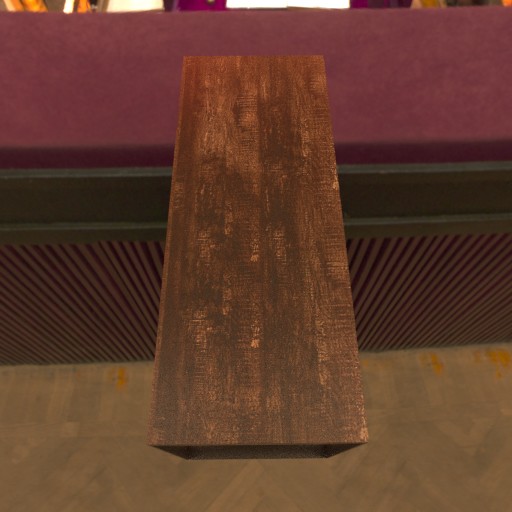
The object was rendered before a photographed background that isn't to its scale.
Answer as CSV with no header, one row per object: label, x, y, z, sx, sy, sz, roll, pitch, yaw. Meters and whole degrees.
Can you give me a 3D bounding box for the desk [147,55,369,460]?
desk,0.000,0.000,1.873,0.599,0.762,1.524,-1,63,0
